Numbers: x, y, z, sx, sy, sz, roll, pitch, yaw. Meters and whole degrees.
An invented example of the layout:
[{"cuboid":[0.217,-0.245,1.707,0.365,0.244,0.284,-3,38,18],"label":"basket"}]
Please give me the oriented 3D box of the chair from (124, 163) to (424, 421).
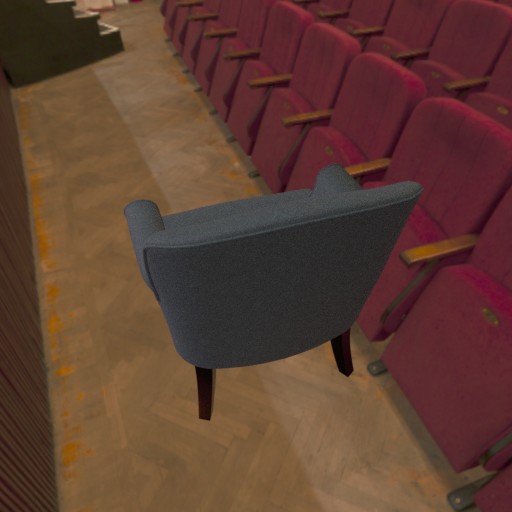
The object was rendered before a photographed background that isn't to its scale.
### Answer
[{"cuboid":[0.000,0.000,1.483,0.770,0.878,0.754,-13,44,-14],"label":"chair"}]
